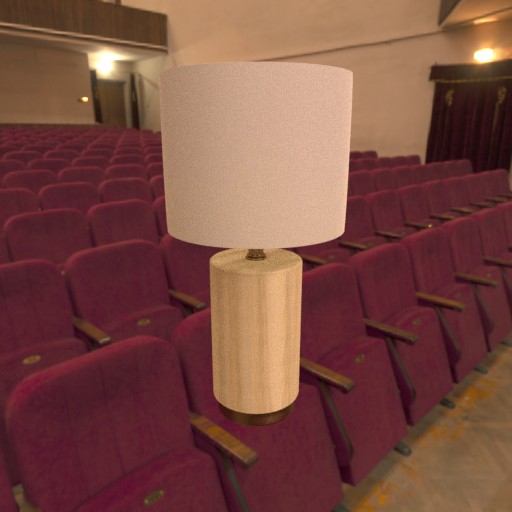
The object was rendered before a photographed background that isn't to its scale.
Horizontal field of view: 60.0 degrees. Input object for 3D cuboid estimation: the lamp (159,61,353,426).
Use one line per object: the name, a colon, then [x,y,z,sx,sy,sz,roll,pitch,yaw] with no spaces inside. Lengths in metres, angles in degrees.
lamp: [0.000,0.000,0.587,0.228,0.444,0.228,-15,22,-43]
